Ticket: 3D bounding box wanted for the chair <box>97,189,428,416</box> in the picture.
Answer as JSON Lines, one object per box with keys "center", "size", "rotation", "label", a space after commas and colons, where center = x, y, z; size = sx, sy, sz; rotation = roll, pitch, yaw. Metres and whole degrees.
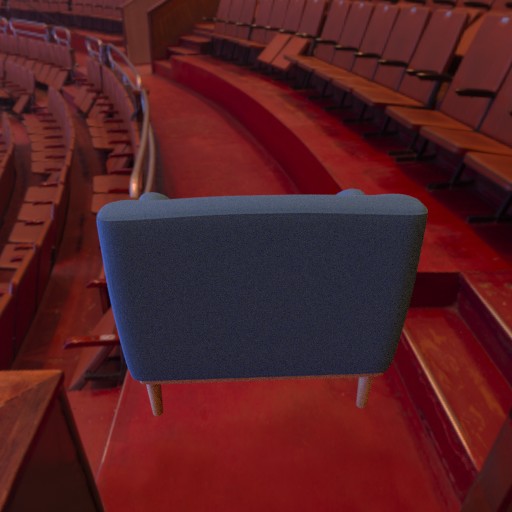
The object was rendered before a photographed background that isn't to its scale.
{"center": [0.000, 0.000, 1.644], "size": [0.946, 0.818, 0.951], "rotation": [-1, 30, -2], "label": "chair"}
